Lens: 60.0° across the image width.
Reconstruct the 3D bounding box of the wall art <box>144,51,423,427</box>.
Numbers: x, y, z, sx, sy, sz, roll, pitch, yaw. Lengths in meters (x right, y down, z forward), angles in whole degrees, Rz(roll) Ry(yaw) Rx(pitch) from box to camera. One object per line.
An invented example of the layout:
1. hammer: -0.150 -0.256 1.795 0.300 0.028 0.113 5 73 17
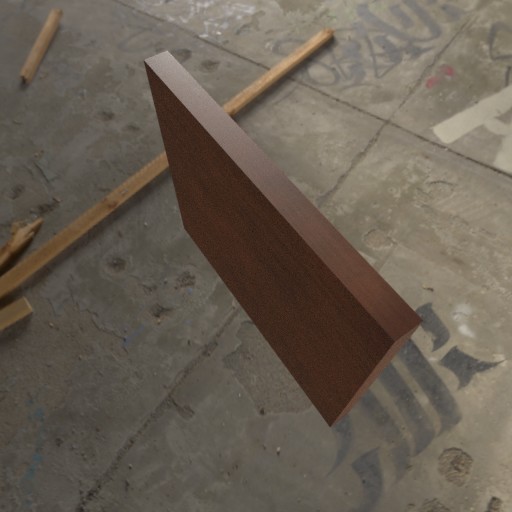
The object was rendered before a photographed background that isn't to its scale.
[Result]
1. wall art: 0.000 0.000 0.554 0.030 0.328 0.401 -30 63 -17
